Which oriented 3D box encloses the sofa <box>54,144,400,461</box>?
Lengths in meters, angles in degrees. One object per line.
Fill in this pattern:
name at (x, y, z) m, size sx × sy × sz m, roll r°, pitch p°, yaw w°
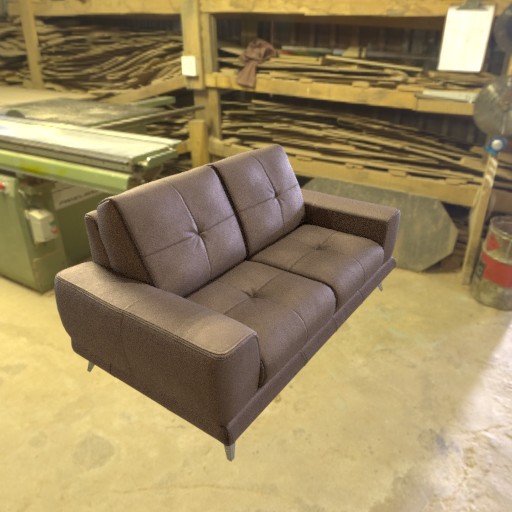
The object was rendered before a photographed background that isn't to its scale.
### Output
sofa at (0.000, 0.000, 2.397) m, size 1.018 × 0.907 × 1.806 m, roll 18°, pitch 31°, yaw 31°
